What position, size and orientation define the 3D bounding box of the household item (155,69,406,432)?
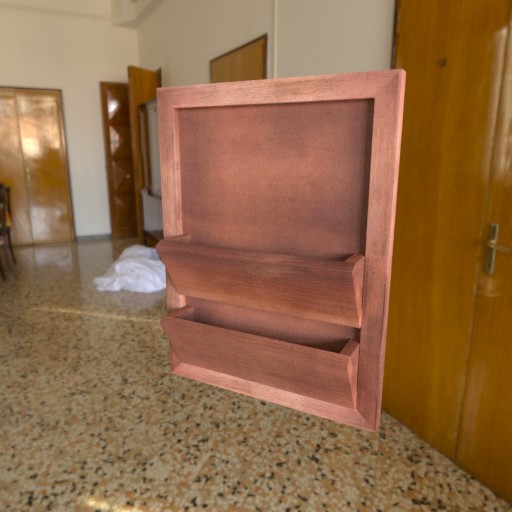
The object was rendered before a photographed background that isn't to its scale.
[{"bbox_3d":[0.000,0.000,0.540,0.310,0.407,0.067,7,16,27],"label":"household item"}]
